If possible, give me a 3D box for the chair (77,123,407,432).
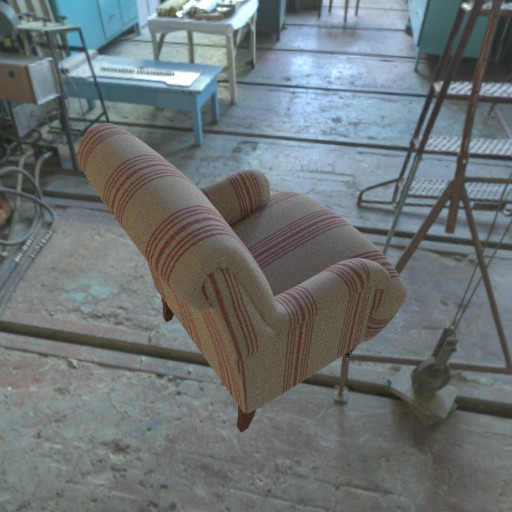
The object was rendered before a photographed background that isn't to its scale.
[{"bbox_3d":[0.000,0.000,1.872,1.058,1.123,0.933,-24,48,-25],"label":"chair"}]
